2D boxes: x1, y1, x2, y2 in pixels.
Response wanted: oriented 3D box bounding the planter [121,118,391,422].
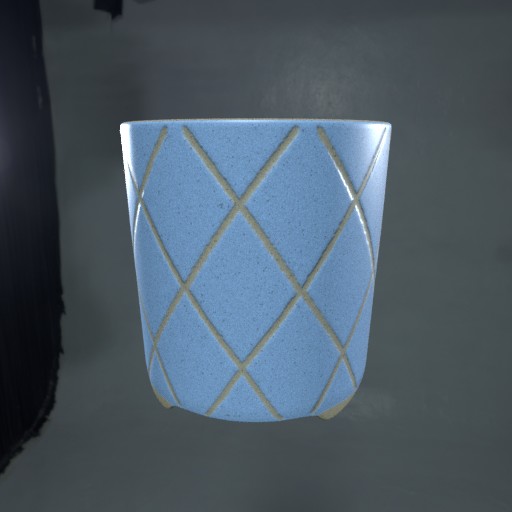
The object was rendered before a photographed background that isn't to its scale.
[{"bbox_3d":[0.000,0.000,0.350,0.191,0.200,0.191,0,15,0],"label":"planter"}]
